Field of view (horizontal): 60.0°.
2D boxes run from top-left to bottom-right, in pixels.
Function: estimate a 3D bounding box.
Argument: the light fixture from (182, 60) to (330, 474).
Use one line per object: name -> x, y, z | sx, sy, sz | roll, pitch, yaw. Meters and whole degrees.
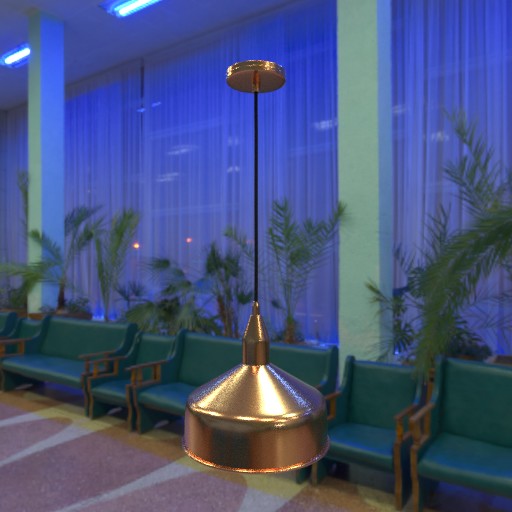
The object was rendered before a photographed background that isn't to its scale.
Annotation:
light fixture -> 0.000, 0.000, 0.912 | 0.301, 0.754, 0.301 | 0, -1, 37
